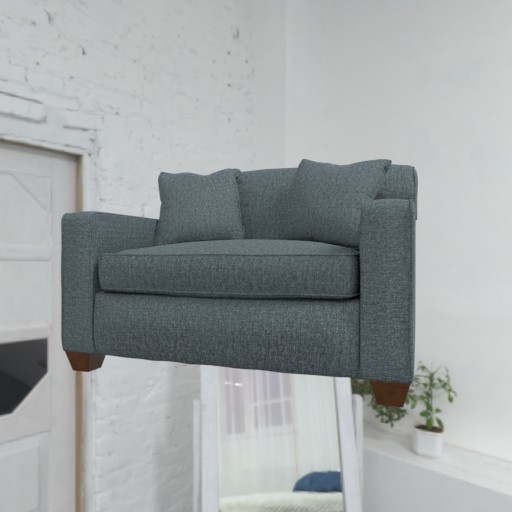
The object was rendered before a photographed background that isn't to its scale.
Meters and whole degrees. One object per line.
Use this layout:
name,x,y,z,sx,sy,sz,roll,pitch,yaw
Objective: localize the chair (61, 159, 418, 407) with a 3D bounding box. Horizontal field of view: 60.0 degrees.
chair,0.000,0.000,2.013,1.383,0.948,1.000,0,0,20
